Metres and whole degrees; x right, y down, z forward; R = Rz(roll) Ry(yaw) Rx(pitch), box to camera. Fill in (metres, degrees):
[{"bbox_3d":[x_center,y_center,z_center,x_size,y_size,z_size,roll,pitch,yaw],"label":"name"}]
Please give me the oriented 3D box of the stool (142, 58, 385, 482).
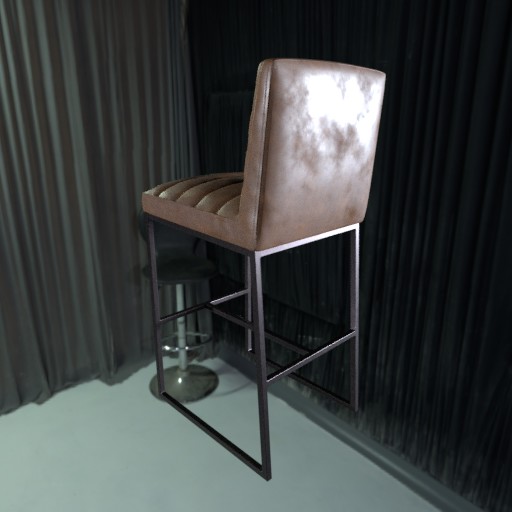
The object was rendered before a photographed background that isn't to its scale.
[{"bbox_3d":[0.000,0.000,1.368,0.463,1.065,0.562,-16,24,-42],"label":"stool"}]
